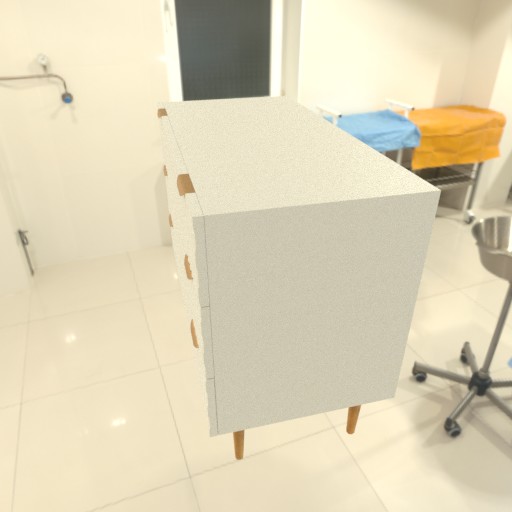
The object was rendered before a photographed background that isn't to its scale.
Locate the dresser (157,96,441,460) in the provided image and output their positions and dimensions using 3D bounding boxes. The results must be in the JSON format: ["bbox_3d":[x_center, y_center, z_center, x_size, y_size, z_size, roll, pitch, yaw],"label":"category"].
[{"bbox_3d":[0.000,0.000,1.309,0.457,0.721,0.905,-7,31,-12],"label":"dresser"}]
